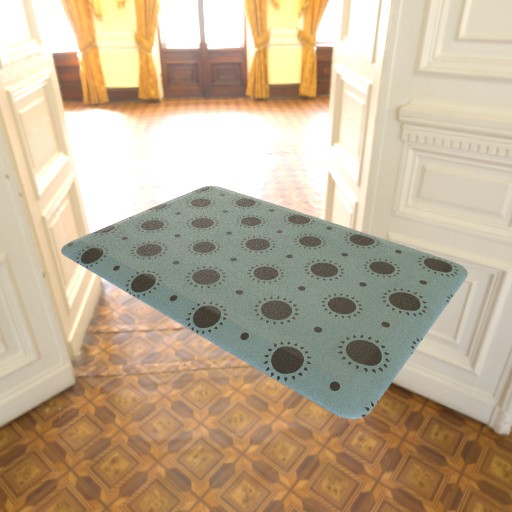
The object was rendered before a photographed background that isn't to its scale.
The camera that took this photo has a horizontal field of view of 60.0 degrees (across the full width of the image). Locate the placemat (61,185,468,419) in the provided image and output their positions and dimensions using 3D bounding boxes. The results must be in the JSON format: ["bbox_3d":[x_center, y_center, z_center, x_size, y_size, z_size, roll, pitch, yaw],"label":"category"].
[{"bbox_3d":[0.000,0.000,0.963,0.762,0.021,0.508,22,37,33],"label":"placemat"}]
